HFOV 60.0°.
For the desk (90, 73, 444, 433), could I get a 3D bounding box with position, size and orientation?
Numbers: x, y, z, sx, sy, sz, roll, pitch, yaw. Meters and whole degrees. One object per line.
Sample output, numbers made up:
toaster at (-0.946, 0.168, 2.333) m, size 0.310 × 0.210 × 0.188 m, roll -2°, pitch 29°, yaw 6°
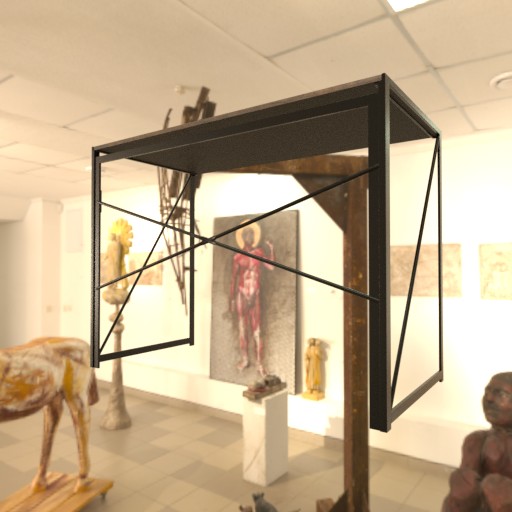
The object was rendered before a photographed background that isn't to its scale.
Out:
desk at (0.000, 0.000, 1.417) m, size 1.015 × 0.747 × 0.505 m, roll -1°, pitch -1°, yaw 35°
